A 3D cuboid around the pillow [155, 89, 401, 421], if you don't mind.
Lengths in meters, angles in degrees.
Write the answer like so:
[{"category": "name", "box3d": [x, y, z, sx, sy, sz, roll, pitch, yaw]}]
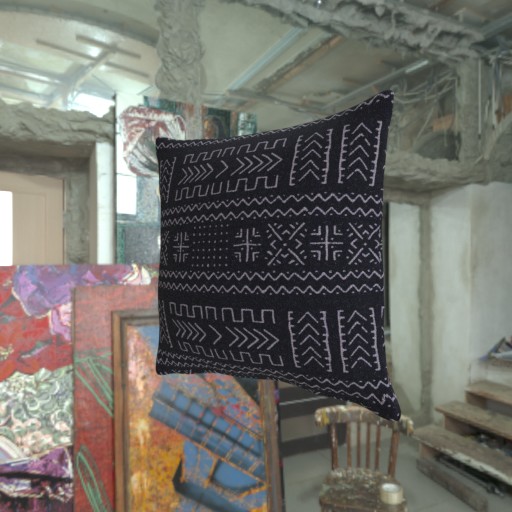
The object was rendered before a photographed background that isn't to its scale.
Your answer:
[{"category": "pillow", "box3d": [0.000, 0.000, 0.680, 0.438, 0.430, 0.164, 0, 0, 34]}]
